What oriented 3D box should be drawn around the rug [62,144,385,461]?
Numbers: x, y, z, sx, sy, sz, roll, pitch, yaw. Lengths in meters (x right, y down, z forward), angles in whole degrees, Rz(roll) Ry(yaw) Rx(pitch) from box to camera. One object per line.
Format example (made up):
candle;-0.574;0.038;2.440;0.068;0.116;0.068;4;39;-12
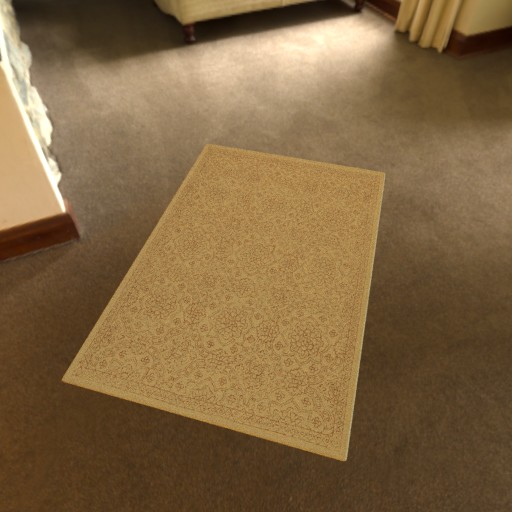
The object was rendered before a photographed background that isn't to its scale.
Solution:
rug;0.000;0.000;2.372;1.219;0.010;1.829;12;49;10
